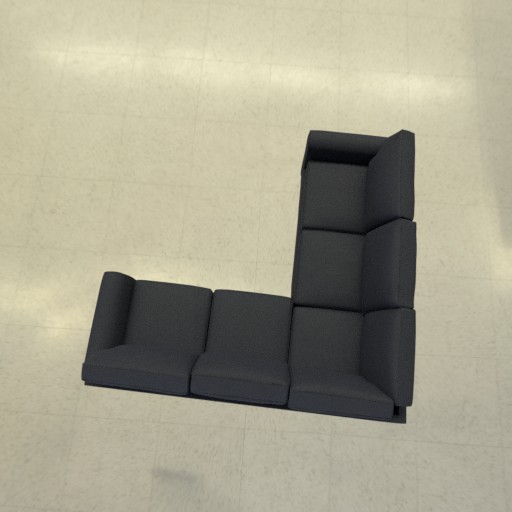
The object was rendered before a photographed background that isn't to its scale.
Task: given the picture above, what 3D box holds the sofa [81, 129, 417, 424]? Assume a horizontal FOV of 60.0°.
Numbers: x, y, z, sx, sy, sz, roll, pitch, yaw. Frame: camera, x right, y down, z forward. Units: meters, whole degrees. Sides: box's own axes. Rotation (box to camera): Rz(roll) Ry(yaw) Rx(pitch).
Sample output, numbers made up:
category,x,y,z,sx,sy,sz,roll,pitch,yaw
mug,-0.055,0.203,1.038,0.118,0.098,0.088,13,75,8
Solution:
category,x,y,z,sx,sy,sz,roll,pitch,yaw
sofa,0.000,0.000,3.939,2.562,1.042,2.487,6,75,2
